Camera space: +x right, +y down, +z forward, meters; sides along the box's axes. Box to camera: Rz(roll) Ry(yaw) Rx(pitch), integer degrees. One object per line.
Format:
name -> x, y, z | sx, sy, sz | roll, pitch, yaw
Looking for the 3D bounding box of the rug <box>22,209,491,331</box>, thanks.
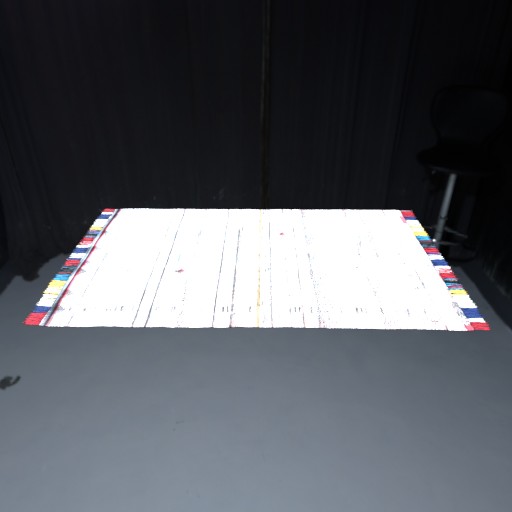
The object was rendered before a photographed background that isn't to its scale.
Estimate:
rug -> 0.000, 0.000, 2.911 | 2.465, 0.012, 1.465 | 0, 31, 1
